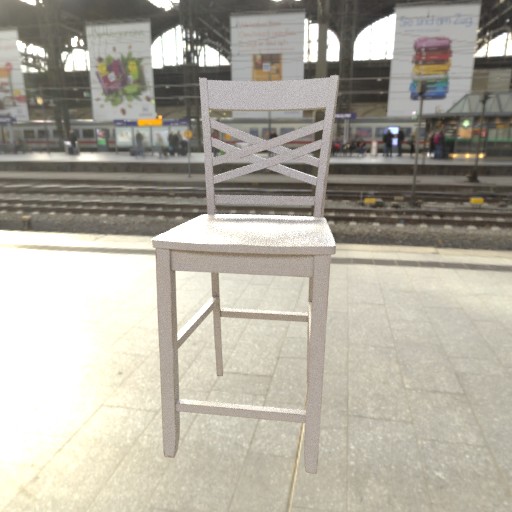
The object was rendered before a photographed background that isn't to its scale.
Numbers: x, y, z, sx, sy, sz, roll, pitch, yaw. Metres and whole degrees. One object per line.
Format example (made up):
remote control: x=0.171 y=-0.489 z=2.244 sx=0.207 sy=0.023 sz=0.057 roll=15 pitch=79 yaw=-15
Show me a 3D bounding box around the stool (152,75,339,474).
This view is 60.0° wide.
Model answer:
stool: x=0.000 y=0.000 z=1.347 sx=0.462 sy=1.079 sz=0.539 roll=2 pitch=15 yaw=9
